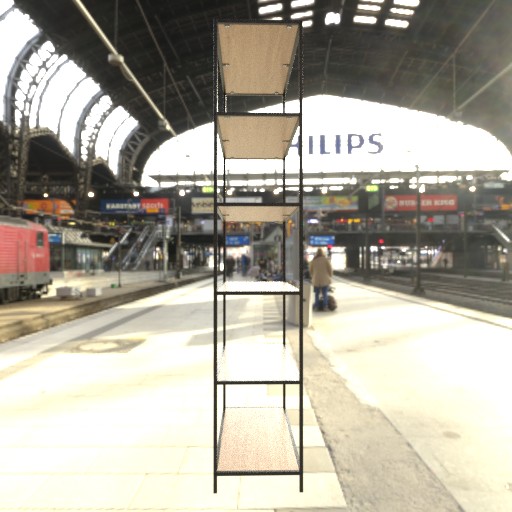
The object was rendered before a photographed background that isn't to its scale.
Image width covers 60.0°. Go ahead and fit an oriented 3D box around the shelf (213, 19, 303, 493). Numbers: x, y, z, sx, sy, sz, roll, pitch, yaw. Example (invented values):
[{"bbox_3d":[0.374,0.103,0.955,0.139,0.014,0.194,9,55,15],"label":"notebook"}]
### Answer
[{"bbox_3d":[0.000,0.000,2.116,0.350,1.850,0.770,0,0,-1],"label":"shelf"}]
